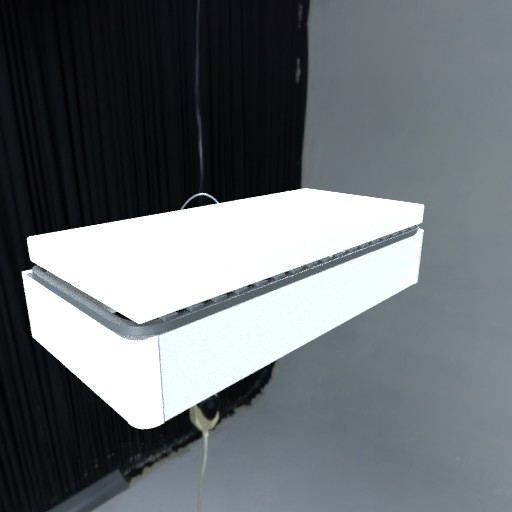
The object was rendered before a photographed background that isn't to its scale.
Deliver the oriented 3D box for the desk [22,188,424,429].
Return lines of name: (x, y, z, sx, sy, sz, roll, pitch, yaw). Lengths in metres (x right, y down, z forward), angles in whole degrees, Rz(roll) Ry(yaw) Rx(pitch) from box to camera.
desk: (0.000, 0.000, 2.221, 0.900, 0.526, 1.900, 16, 24, 42)
